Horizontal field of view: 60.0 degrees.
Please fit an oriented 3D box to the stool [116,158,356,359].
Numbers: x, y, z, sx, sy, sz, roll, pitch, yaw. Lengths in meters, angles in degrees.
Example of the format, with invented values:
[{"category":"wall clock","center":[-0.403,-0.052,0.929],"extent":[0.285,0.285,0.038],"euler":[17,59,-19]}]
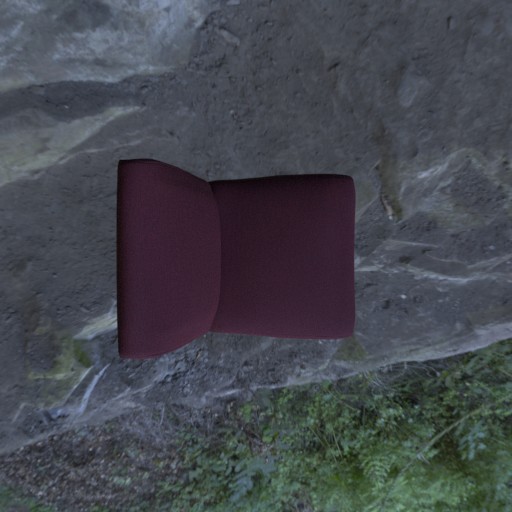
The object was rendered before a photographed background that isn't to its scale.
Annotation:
[{"category":"stool","center":[0.000,0.000,1.410],"extent":[0.562,1.093,0.468],"euler":[0,91,0]}]
